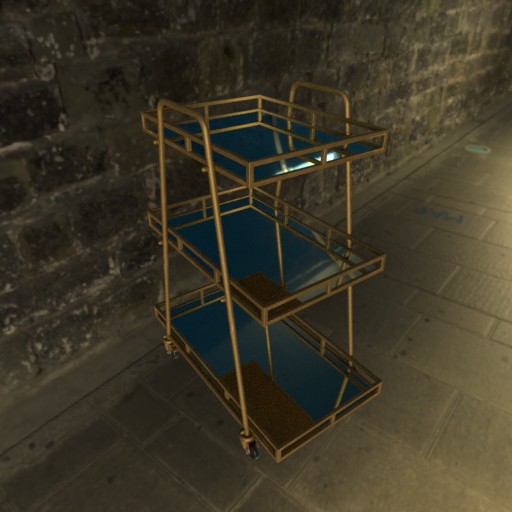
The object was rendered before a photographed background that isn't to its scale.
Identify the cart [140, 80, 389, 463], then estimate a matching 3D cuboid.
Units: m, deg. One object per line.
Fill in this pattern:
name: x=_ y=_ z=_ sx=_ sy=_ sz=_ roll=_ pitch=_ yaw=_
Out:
cart: x=0.000 y=0.000 z=1.258 sx=0.441 sy=0.883 sz=0.711 roll=-20 pitch=37 yaw=-30
